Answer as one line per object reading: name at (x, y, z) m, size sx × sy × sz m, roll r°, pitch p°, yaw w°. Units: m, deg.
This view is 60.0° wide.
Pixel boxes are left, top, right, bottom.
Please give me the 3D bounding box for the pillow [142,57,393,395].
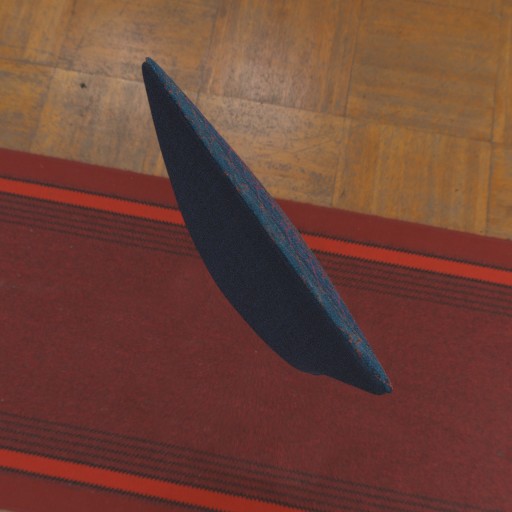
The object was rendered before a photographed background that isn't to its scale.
pillow at (0.000, 0.000, 0.647) m, size 0.141 × 0.431 × 0.431 m, roll -34°, pitch 80°, yaw -7°
